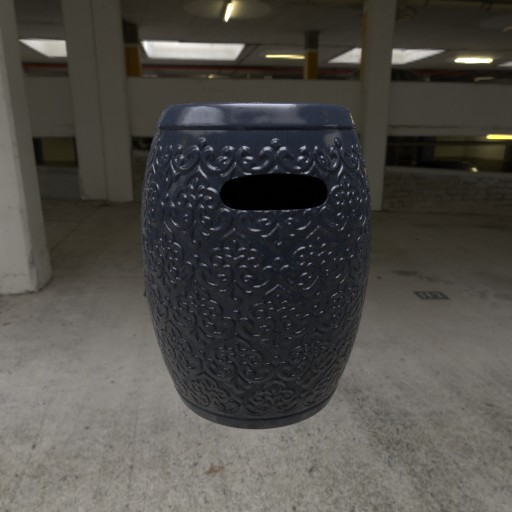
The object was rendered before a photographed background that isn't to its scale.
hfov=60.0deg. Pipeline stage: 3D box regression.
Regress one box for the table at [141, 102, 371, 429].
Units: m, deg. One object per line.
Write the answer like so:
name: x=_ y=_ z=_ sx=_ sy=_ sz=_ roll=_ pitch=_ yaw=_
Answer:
table: x=0.000 y=0.000 z=0.620 sx=0.309 sy=0.397 sz=0.309 roll=0 pitch=16 yaw=0
